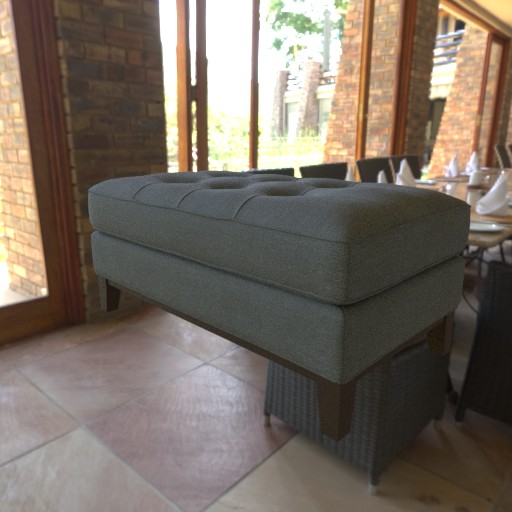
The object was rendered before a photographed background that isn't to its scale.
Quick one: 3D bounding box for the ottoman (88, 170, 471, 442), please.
[{"bbox_3d":[0.000,0.000,1.469,1.143,0.514,0.648,14,21,43],"label":"ottoman"}]
